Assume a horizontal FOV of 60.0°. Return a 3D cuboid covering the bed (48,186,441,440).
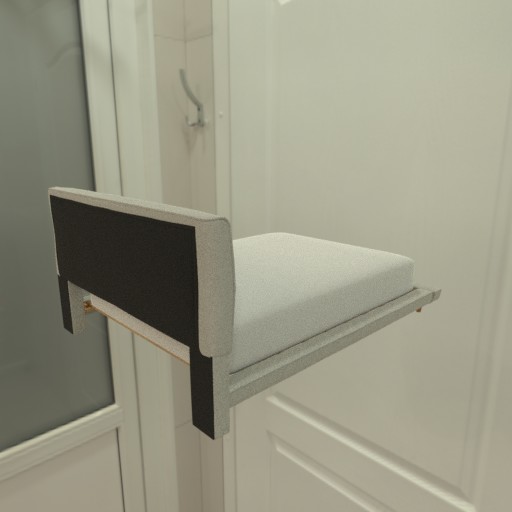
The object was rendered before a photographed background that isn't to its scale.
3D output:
[{"bbox_3d":[0.000,0.000,3.321,2.368,1.067,1.840,-13,19,-42],"label":"bed"}]
